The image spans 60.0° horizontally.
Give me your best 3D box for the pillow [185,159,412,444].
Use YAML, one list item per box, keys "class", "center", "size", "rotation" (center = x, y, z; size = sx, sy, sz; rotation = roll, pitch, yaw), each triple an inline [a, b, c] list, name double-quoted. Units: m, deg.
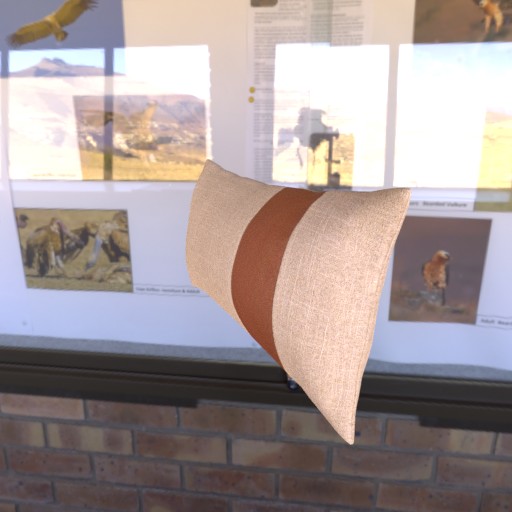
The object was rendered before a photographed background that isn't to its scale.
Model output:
- class: "pillow"
  center: [0.000, 0.000, 0.726]
  size: [0.155, 0.282, 0.612]
  rotation: [-7, 17, -24]
